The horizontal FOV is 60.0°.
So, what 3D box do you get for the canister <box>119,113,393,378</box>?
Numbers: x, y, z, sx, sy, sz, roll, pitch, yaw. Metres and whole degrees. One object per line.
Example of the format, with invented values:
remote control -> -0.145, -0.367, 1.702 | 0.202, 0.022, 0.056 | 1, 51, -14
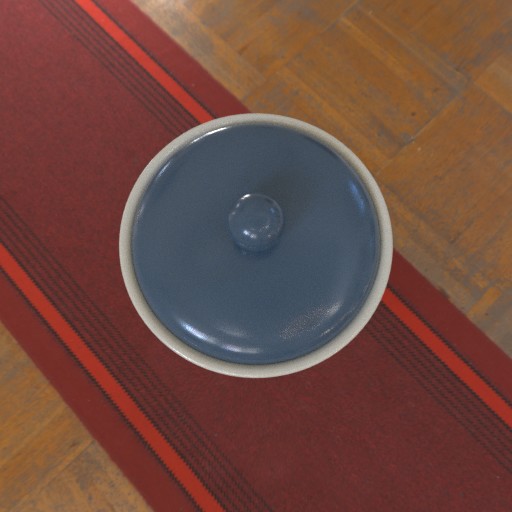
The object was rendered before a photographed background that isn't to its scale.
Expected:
canister -> 0.000, 0.000, 0.351 | 0.182, 0.208, 0.182 | 0, 77, 0
